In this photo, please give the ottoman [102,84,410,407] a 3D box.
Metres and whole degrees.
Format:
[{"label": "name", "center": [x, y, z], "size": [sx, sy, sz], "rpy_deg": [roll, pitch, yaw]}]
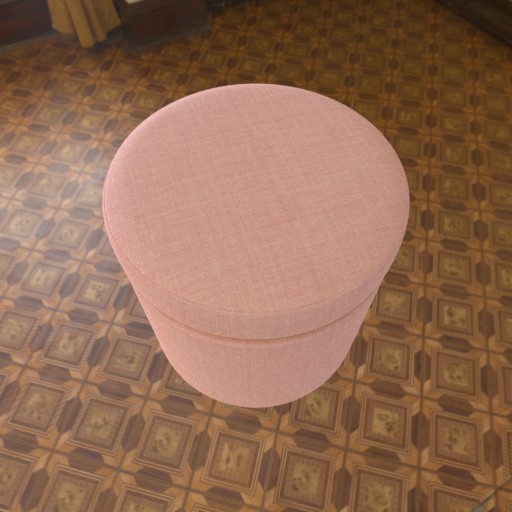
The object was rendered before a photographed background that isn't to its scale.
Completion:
[{"label": "ottoman", "center": [0.000, 0.000, 0.732], "size": [0.400, 0.406, 0.400], "rpy_deg": [0, 57, 0]}]
